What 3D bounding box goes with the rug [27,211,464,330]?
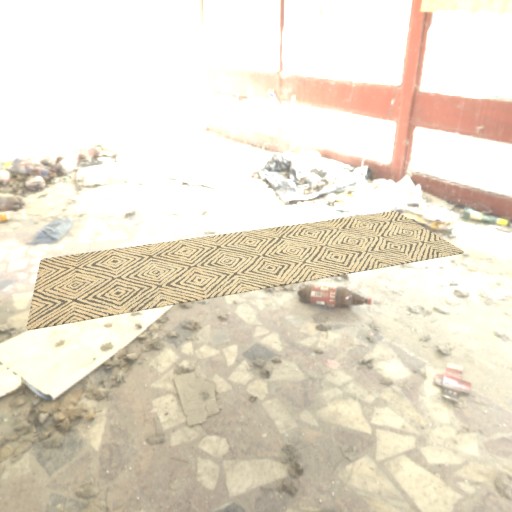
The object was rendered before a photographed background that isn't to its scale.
[{"bbox_3d":[0.000,0.000,2.480,2.277,0.008,0.676,-9,29,-16],"label":"rug"}]
